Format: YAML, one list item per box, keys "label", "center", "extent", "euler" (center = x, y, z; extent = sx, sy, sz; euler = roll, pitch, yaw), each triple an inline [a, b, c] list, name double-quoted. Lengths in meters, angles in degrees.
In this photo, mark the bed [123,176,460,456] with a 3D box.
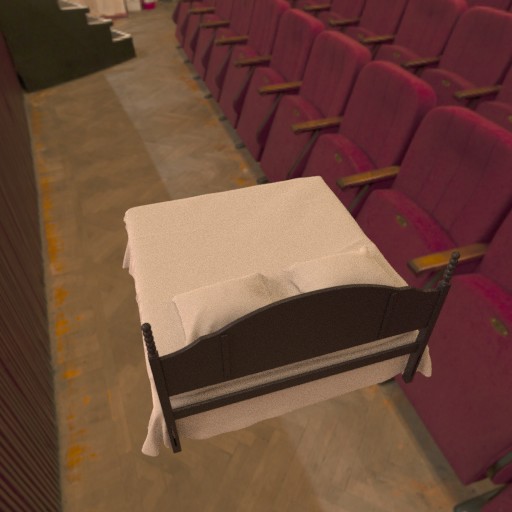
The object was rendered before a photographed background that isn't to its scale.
- label: "bed"
  center: [0.000, 0.000, 3.673]
  extent: [2.322, 1.355, 2.219]
  euler: [-12, 43, -13]
